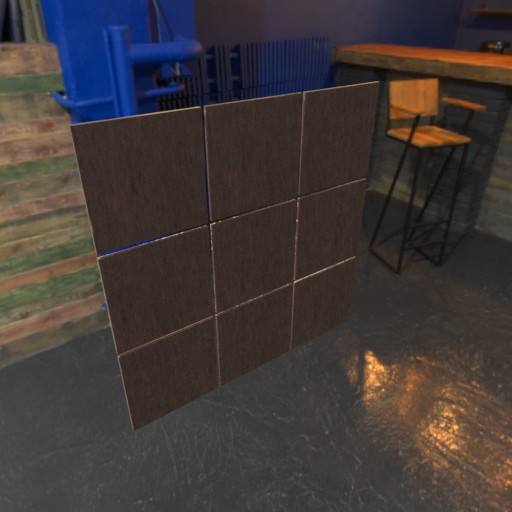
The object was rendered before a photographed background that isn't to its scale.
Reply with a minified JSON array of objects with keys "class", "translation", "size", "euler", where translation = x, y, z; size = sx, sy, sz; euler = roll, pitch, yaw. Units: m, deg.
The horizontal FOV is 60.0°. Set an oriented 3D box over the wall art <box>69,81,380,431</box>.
[{"class":"wall art","translation":[0.000,0.000,1.785],"size":[1.215,1.213,0.013],"euler":[-20,36,-30]}]
